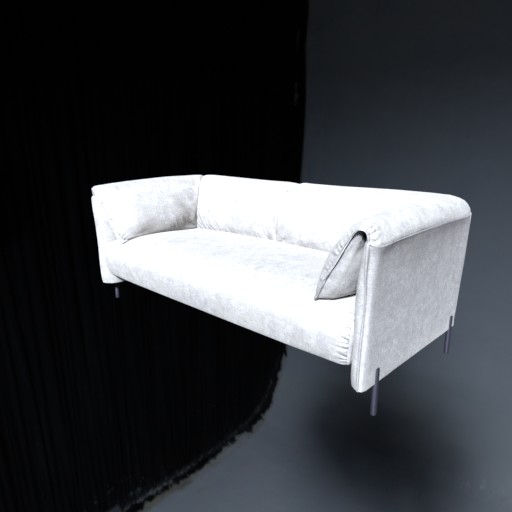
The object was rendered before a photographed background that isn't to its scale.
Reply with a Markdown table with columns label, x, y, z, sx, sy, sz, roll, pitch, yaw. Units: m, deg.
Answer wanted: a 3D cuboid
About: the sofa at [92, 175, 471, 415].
| label | x | y | z | sx | sy | sz | roll | pitch | yaw |
| --- | --- | --- | --- | --- | --- | --- | --- | --- | --- |
| sofa | 0.000 | 0.000 | 2.367 | 1.878 | 0.747 | 0.905 | 13 | 20 | 42 |
